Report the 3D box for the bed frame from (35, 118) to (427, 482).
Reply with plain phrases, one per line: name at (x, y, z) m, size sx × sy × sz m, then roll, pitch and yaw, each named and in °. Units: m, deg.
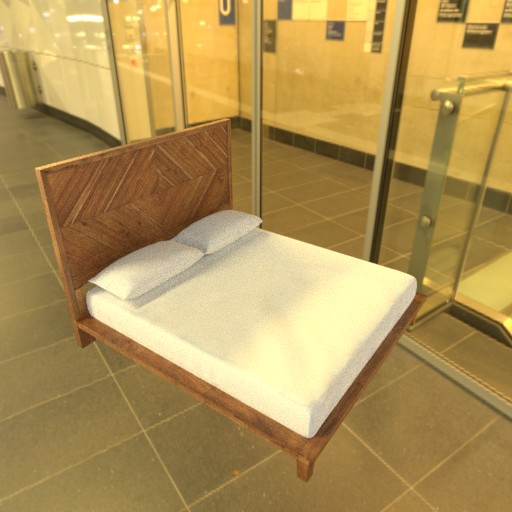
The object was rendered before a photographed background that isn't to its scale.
bed frame at (0.000, 0.000, 3.518) m, size 2.235 × 1.537 × 2.038 m, roll 19°, pitch 34°, yaw 31°
